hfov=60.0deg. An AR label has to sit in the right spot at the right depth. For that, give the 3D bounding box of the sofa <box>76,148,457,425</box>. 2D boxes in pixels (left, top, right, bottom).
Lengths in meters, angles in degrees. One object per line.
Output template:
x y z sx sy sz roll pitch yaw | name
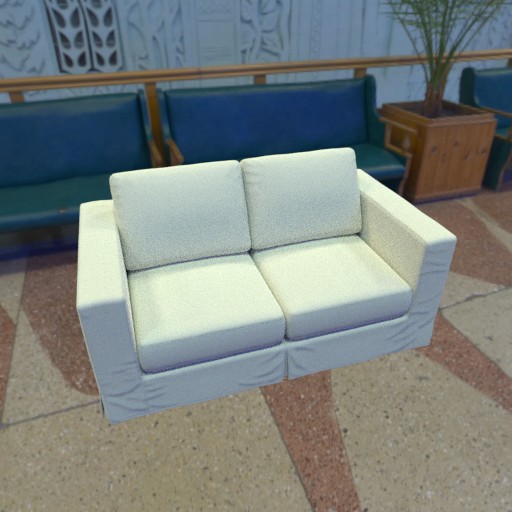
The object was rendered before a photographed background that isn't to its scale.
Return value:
0.000 0.000 2.459 1.813 0.932 1.009 -10 33 -15 | sofa
